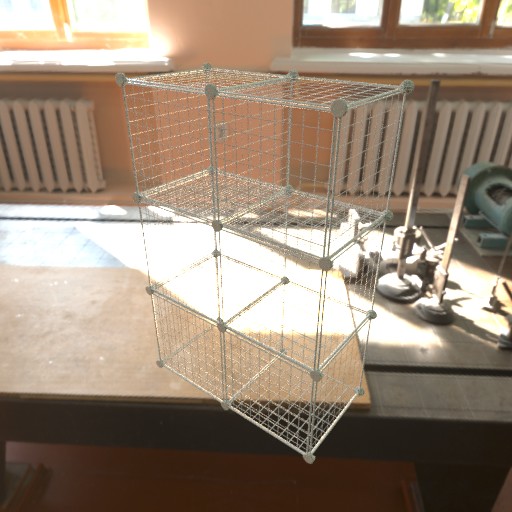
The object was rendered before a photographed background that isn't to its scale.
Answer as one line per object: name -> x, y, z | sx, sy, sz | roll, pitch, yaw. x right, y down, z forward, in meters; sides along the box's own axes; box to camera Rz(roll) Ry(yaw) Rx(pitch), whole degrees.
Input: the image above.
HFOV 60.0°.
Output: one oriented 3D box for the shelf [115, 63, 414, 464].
shelf -> 0.000, 0.000, 1.410 | 0.711, 1.067, 0.356 | 21, 35, 33
